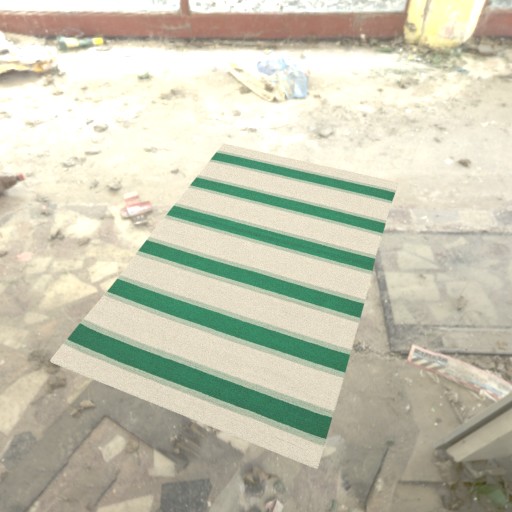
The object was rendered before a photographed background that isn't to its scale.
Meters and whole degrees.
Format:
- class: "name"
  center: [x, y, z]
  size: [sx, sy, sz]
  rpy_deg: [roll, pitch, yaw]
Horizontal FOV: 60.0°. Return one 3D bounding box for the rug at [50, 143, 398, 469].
- class: "rug"
  center: [0.000, 0.000, 2.359]
  size: [1.210, 0.012, 1.829]
  rpy_deg: [16, 49, 14]
